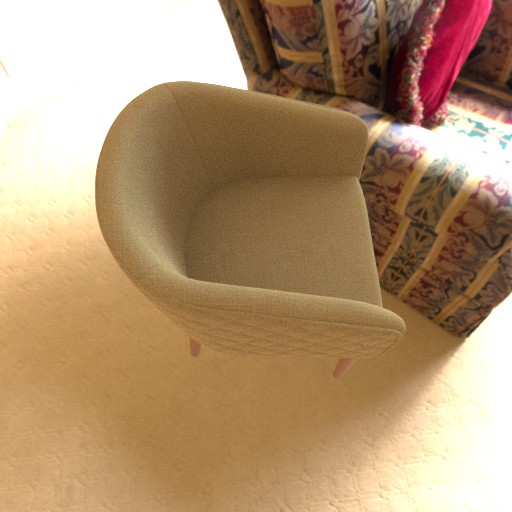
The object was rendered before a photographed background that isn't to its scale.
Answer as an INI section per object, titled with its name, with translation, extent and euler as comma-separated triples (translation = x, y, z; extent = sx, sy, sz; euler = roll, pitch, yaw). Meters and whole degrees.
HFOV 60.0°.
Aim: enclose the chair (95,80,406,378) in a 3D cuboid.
[chair]
translation = 0.000, 0.000, 1.183
extent = 0.616, 0.775, 0.584
euler = -1, 62, -1
